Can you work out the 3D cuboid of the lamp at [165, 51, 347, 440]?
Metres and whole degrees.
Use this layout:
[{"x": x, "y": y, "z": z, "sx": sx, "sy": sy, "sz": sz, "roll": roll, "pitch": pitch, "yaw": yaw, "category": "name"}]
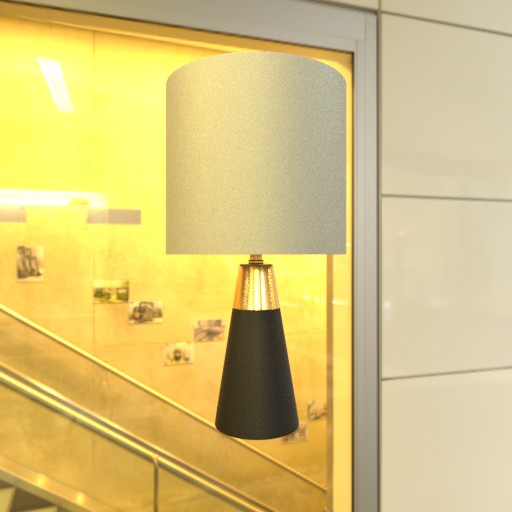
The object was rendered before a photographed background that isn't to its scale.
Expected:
[{"x": 0.000, "y": 0.000, "z": 0.769, "sx": 0.308, "sy": 0.580, "sz": 0.308, "roll": 0, "pitch": 0, "yaw": -37, "category": "lamp"}]
